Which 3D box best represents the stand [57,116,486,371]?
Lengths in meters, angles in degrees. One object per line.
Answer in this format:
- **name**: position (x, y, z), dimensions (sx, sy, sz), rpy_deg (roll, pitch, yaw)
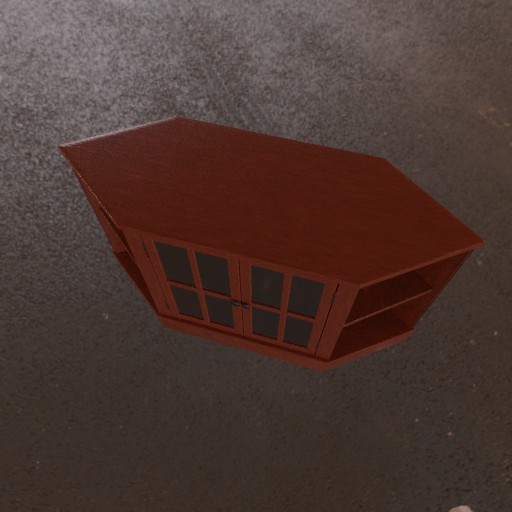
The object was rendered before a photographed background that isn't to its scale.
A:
- **stand**: position (0.000, 0.000, 1.330), dimensions (1.072, 0.614, 0.381), rpy_deg (14, 59, 8)
